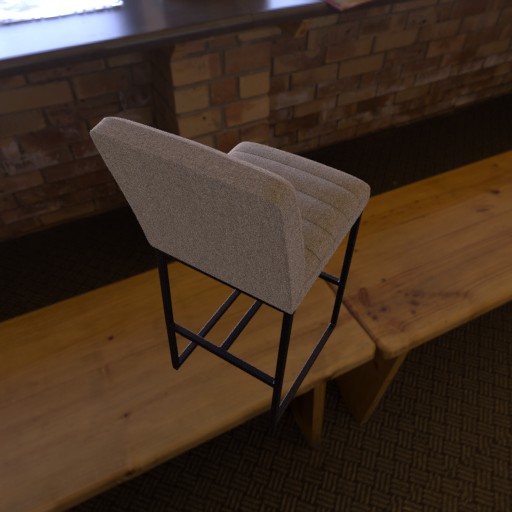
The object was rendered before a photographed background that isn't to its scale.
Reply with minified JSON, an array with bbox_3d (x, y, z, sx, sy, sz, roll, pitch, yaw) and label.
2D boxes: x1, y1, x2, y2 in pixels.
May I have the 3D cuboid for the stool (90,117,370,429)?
[{"bbox_3d":[0.000,0.000,1.336,0.459,1.034,0.571,24,51,21],"label":"stool"}]
